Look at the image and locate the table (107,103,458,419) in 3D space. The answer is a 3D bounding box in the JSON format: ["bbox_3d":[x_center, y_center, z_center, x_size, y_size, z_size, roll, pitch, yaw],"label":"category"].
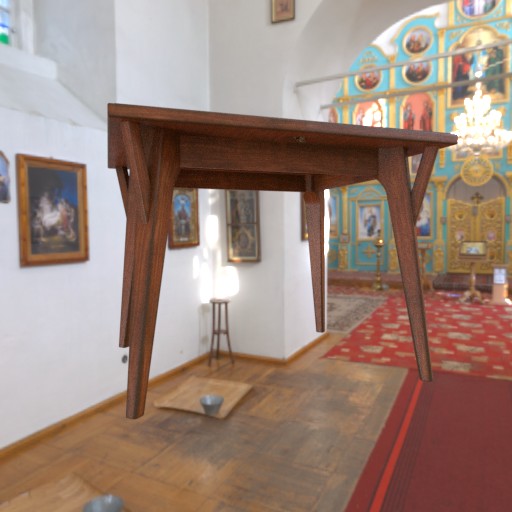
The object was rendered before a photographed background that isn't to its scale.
[{"bbox_3d":[0.000,0.000,1.578,0.991,0.761,0.838,-1,3,-18],"label":"table"}]
